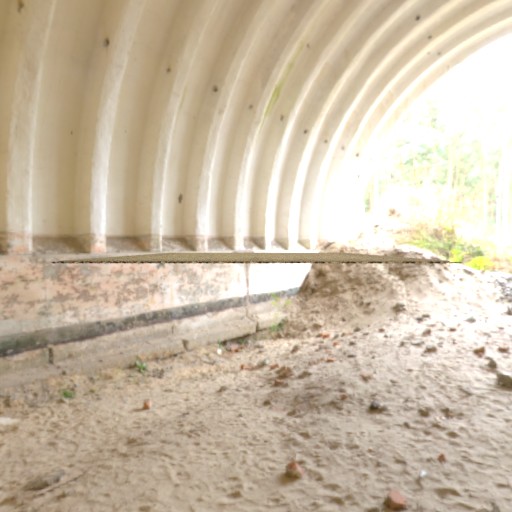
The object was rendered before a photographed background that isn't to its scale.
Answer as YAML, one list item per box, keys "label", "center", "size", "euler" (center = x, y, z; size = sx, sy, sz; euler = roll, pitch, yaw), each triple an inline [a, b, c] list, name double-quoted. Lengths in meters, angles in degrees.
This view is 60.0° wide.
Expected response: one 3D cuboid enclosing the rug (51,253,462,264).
- label: "rug"
  center: [0.000, 0.000, 2.219]
  size: [1.247, 0.008, 1.802]
  euler: [0, 1, 0]
